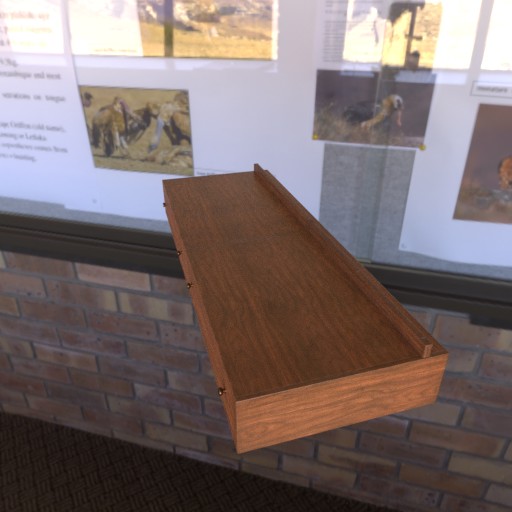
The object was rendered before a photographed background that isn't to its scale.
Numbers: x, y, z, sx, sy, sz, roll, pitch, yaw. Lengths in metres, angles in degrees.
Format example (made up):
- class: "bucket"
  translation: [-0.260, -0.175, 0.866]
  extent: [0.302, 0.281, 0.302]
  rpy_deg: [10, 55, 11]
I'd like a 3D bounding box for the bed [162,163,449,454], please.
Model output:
- class: "bed"
  translation: [0.000, 0.000, 2.352]
  extent: [0.787, 0.326, 2.057]
  rpy_deg: [-8, 31, -14]
